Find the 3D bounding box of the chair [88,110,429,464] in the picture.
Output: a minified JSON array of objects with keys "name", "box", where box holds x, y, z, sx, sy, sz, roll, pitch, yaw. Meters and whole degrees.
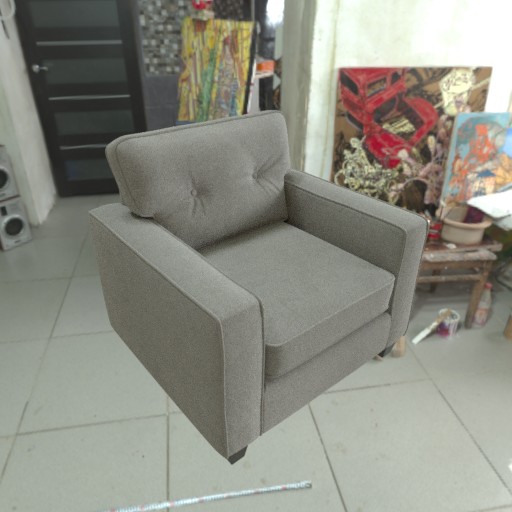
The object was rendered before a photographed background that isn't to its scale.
[{"name":"chair","box":[0.000,0.000,1.802,1.015,0.965,0.939,-22,36,-33]}]
